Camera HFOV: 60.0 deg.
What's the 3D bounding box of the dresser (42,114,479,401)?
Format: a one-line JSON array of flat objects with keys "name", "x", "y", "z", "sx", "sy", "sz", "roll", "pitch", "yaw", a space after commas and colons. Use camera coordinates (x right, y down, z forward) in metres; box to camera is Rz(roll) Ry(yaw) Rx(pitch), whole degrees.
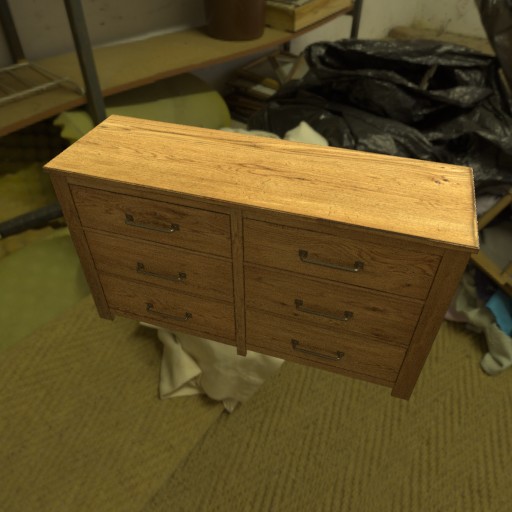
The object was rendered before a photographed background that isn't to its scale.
[{"name": "dresser", "x": 0.000, "y": 0.000, "z": 2.085, "sx": 1.657, "sy": 0.932, "sz": 0.563, "roll": 12, "pitch": 43, "yaw": 13}]
